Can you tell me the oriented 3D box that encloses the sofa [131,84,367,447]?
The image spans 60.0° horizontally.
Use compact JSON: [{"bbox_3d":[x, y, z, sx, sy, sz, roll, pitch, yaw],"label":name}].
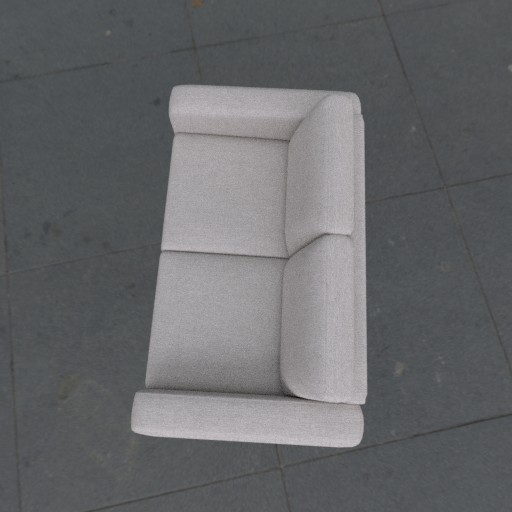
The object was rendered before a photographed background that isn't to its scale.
[{"bbox_3d":[0.000,0.000,2.021,0.900,0.800,1.540,3,75,1],"label":"sofa"}]
